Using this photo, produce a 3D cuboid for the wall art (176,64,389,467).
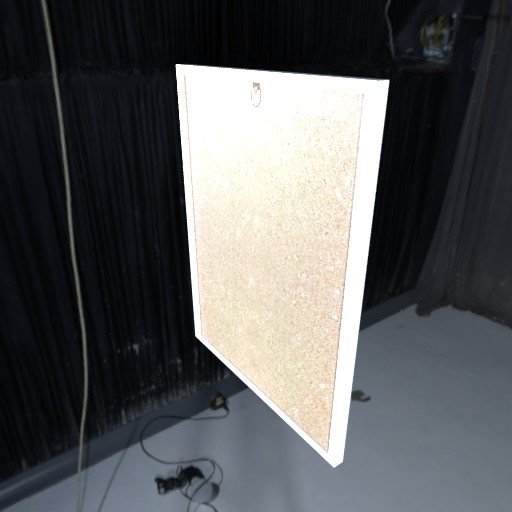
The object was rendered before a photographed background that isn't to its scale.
[{"bbox_3d":[0.000,0.000,1.365,0.042,1.056,0.805,-18,31,-33],"label":"wall art"}]
